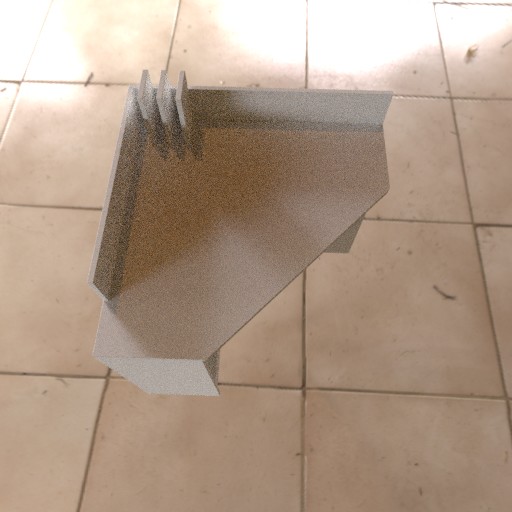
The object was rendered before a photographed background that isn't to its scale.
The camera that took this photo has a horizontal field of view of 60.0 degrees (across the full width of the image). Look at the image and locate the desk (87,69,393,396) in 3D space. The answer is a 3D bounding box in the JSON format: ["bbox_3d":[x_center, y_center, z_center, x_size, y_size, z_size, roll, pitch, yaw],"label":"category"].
[{"bbox_3d":[0.000,0.000,1.748,0.940,0.986,0.940,2,65,1],"label":"desk"}]
